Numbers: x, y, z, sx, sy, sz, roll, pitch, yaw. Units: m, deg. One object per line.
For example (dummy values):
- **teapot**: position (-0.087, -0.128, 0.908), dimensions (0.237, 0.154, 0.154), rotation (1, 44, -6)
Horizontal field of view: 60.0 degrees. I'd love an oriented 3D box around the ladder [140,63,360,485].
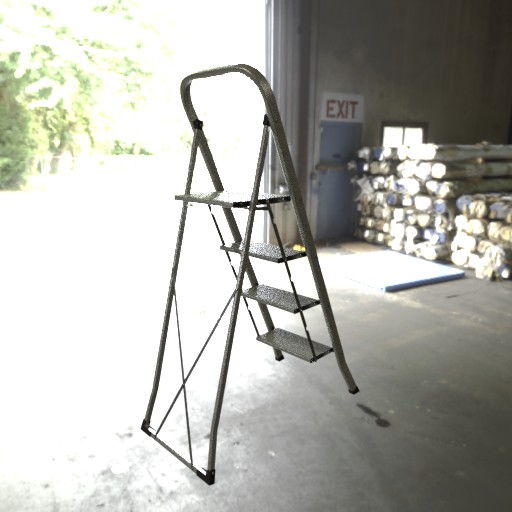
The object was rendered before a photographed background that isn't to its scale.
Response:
- **ladder**: position (0.000, 0.000, 1.673), dimensions (0.465, 1.290, 0.830), rotation (13, 19, 43)
